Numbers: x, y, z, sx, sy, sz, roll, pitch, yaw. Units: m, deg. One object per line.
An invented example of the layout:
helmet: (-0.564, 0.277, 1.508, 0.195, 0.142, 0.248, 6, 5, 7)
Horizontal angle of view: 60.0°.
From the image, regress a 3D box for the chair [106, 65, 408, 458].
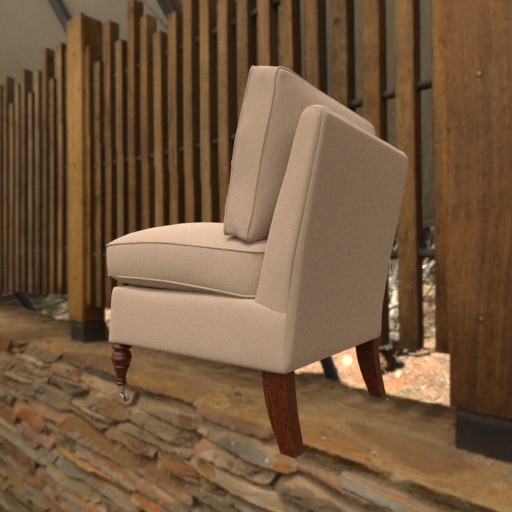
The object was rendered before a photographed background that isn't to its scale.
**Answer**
chair: (0.000, 0.000, 1.635, 0.912, 1.052, 0.724, 0, 0, 36)
